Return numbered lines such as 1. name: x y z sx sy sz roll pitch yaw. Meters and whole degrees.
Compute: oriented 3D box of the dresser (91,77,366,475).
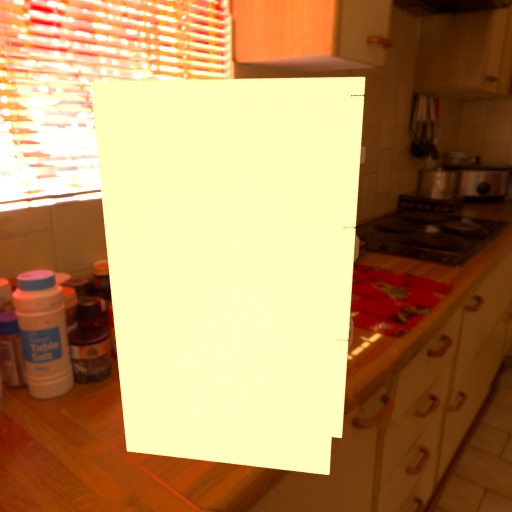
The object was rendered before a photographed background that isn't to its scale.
1. dresser: 0.000 0.000 0.801 0.360 0.560 0.400 3 17 9
